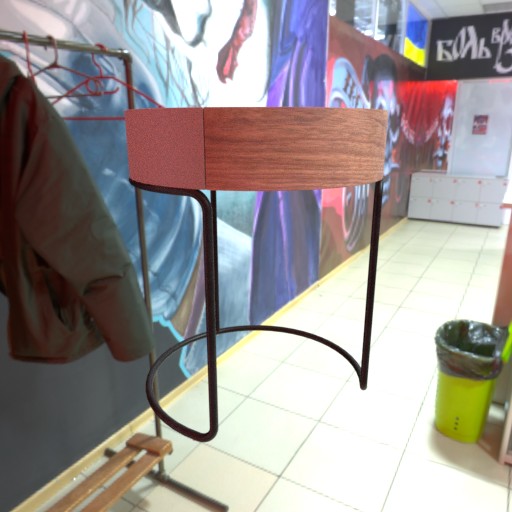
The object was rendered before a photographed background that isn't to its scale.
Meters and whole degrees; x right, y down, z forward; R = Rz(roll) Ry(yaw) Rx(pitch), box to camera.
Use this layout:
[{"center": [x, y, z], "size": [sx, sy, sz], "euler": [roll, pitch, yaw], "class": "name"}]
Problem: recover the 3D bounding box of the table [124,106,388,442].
[{"center": [0.000, 0.000, 0.856], "size": [0.450, 0.530, 0.450], "euler": [0, 16, 0], "class": "table"}]
